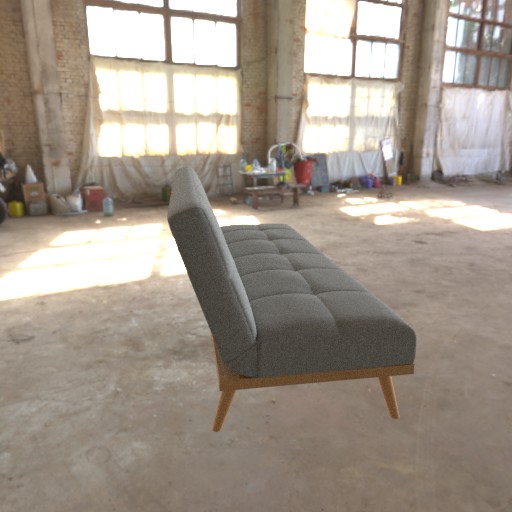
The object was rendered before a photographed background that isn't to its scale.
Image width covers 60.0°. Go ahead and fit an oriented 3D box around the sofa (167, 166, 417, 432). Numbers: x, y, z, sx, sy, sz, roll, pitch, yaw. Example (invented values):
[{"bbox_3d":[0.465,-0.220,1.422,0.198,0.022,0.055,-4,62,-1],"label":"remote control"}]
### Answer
[{"bbox_3d":[0.000,0.000,2.246,0.800,0.800,1.820,-2,15,-9],"label":"sofa"}]
